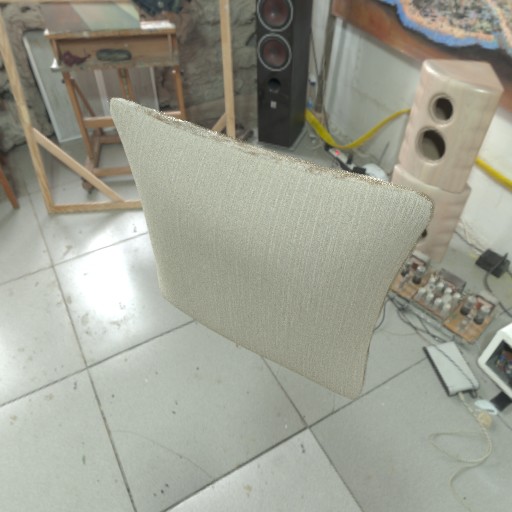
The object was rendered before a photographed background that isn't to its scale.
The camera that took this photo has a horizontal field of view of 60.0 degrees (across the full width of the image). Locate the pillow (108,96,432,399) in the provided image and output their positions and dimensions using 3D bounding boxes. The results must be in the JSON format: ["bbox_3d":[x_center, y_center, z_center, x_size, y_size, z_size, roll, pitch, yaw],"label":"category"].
[{"bbox_3d":[0.000,0.000,0.828,0.538,0.525,0.216,24,51,21],"label":"pillow"}]
